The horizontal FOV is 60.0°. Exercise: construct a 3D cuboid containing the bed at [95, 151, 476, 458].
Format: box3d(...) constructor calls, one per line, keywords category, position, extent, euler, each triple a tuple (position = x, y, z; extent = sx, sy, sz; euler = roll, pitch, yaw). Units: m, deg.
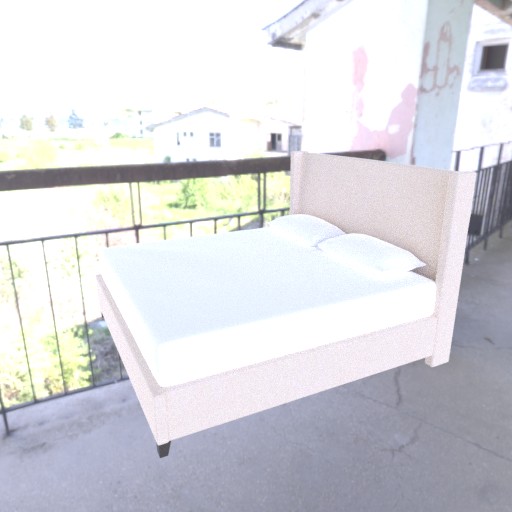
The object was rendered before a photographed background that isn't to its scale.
box3d(category="bed", position=(0.000, 0.000, 3.640), extent=(2.293, 1.471, 2.145), euler=(-9, 20, -26))
